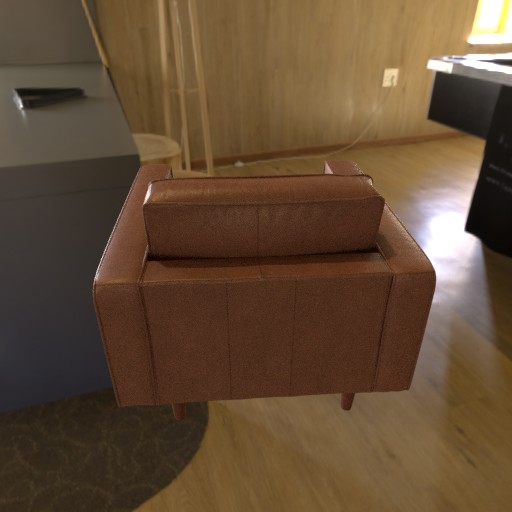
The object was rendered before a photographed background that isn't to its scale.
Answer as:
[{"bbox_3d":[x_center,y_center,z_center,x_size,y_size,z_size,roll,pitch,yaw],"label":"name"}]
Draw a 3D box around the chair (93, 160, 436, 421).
[{"bbox_3d":[0.000,0.000,1.574,0.920,0.770,0.900,-2,31,-4],"label":"chair"}]
